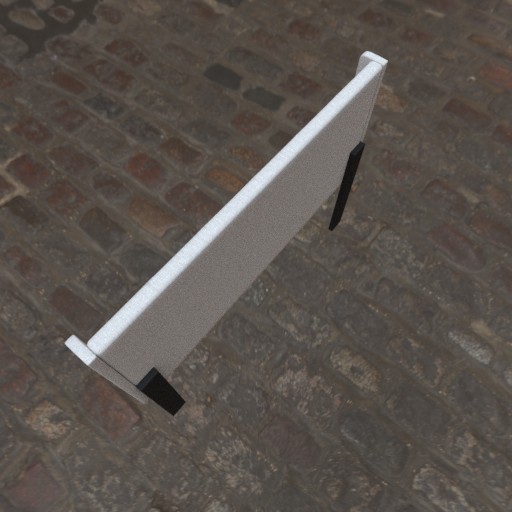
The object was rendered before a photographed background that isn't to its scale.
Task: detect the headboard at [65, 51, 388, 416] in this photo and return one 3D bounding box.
[{"bbox_3d":[0.000,0.000,2.650,0.184,1.524,2.051,36,69,17],"label":"headboard"}]
